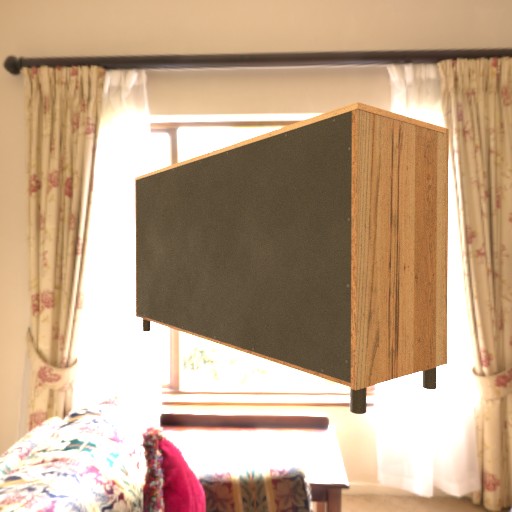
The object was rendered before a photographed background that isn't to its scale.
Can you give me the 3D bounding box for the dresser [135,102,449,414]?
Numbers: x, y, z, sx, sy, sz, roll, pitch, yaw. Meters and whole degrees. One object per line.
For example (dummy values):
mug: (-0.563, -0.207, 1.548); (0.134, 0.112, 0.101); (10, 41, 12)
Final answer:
dresser: (0.000, 0.000, 1.930); (0.487, 0.834, 1.547); (-1, 1, -37)
